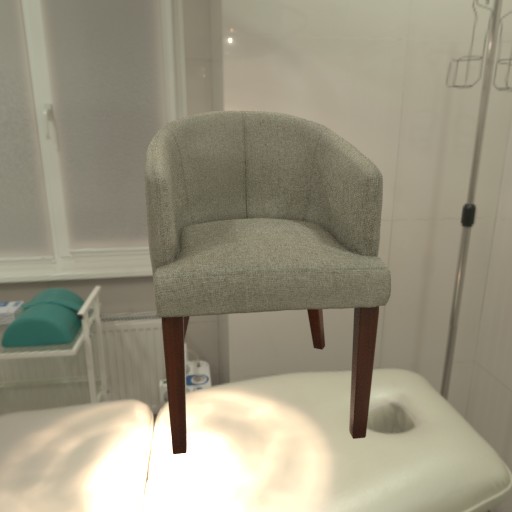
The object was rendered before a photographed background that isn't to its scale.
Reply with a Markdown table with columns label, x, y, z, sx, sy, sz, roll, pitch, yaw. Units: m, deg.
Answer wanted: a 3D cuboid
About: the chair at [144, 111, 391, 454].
| label | x | y | z | sx | sy | sz | roll | pitch | yaw |
| --- | --- | --- | --- | --- | --- | --- | --- | --- | --- |
| chair | 0.000 | 0.000 | 1.267 | 0.583 | 0.811 | 0.655 | -2 | 16 | -8 |
